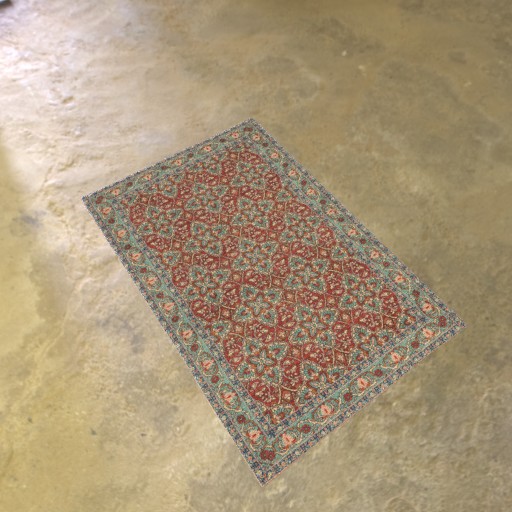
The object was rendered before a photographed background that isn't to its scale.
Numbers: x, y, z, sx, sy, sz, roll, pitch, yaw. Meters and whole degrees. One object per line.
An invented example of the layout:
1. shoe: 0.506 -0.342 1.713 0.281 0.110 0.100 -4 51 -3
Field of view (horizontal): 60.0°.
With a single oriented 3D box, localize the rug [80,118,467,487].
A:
1. rug: 0.000 0.000 2.356 1.219 0.009 1.829 -30 62 -18
